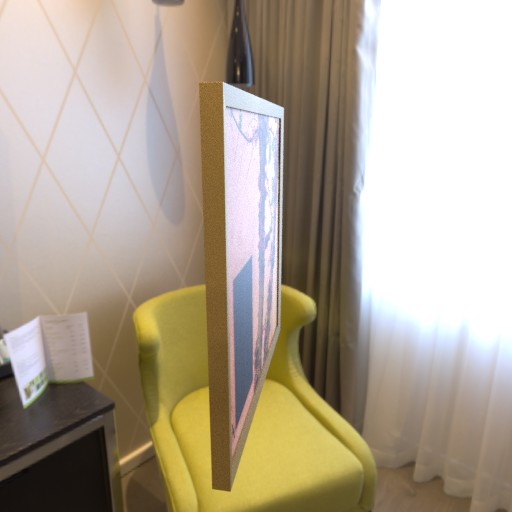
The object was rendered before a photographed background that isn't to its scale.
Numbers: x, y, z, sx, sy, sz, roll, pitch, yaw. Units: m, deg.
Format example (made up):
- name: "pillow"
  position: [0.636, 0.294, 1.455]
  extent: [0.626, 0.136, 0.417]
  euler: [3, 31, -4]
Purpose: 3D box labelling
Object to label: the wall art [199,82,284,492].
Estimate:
- name: "wall art"
  position: [0.000, 0.000, 1.143]
  extent: [0.038, 0.762, 0.762]
  euler: [3, 16, 10]
